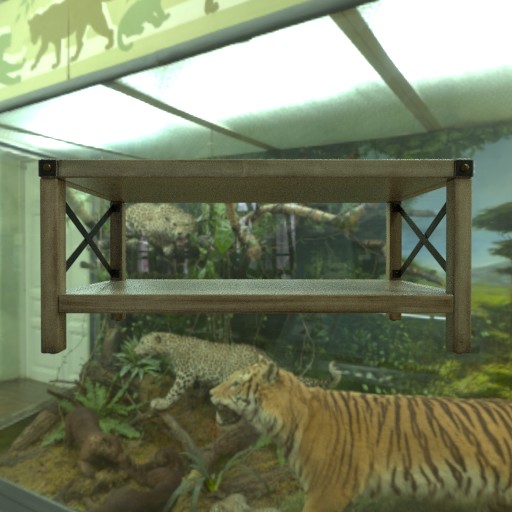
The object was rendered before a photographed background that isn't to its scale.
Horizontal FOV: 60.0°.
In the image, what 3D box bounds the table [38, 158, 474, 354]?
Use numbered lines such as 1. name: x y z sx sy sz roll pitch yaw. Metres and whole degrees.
1. table: 0.000 0.000 1.292 1.016 0.456 0.559 0 1 0
